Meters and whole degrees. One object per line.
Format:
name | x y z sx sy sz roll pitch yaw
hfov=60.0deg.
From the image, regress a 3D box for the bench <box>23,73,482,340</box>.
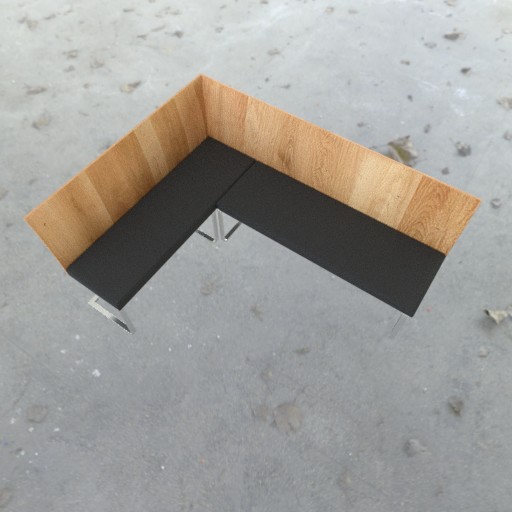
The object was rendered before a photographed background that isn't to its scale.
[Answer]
bench | 0.000 0.000 2.751 1.945 0.930 1.495 30 62 18
